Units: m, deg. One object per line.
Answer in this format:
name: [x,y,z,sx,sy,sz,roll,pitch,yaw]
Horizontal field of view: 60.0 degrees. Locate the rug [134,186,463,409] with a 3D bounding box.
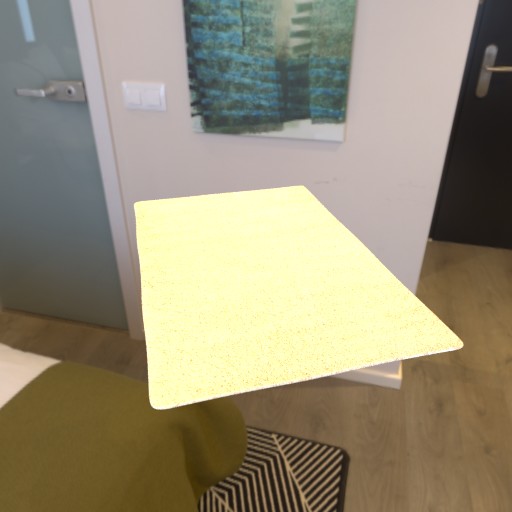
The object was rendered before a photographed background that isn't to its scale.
rug: [0.000,0.000,3.502,1.798,0.025,2.698,-8,31,-13]
